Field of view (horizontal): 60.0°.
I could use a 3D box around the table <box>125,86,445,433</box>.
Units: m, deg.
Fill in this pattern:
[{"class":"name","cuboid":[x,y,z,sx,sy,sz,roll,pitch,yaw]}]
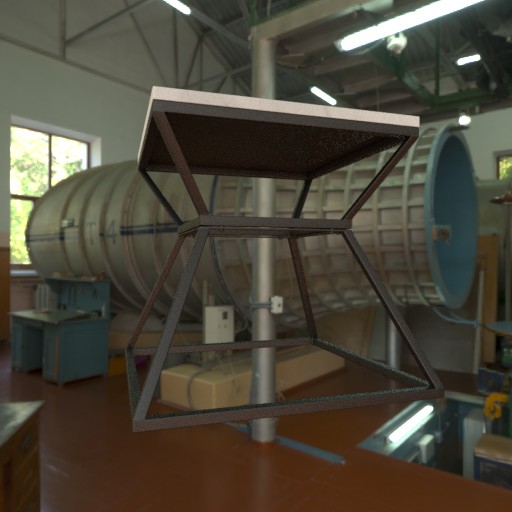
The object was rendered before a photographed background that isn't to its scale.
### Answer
[{"class":"table","cuboid":[0.000,0.000,0.819,0.455,0.431,0.455,0,0,-18]}]
